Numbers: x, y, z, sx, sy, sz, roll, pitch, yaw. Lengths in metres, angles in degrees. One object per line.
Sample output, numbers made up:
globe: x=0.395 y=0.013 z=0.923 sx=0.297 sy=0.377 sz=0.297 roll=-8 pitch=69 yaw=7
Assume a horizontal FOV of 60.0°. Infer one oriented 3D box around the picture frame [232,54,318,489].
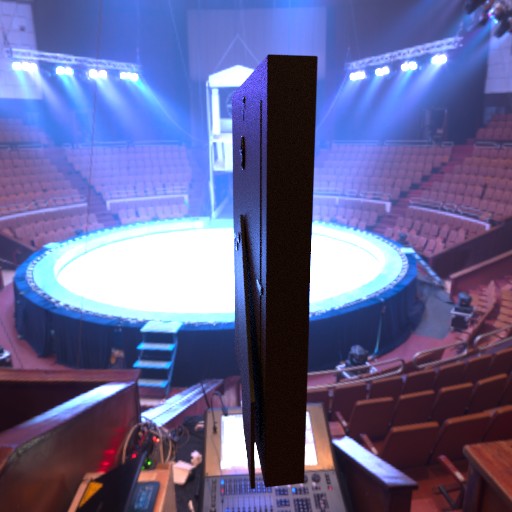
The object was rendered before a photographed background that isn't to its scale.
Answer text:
picture frame: x=0.000 y=0.000 z=0.280 sx=0.028 sy=0.208 sz=0.157 roll=-2 pitch=14 yaw=-8
